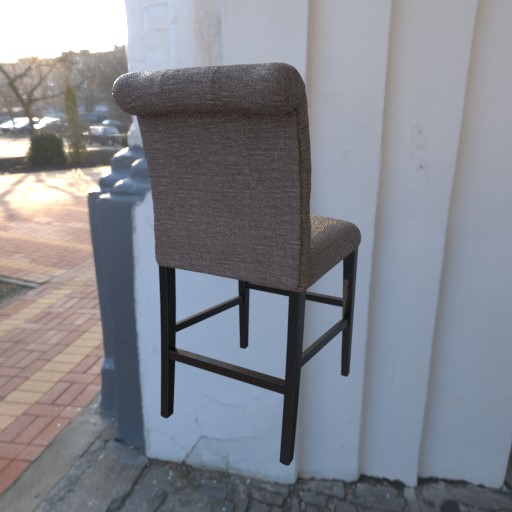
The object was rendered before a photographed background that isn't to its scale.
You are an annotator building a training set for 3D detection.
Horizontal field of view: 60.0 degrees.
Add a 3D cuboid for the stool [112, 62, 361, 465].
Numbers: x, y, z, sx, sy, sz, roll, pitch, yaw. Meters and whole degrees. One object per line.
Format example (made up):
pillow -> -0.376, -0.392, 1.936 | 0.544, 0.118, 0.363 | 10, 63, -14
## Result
stool -> 0.000, 0.000, 1.291 | 0.457, 0.970, 0.611 | 9, 19, 27
